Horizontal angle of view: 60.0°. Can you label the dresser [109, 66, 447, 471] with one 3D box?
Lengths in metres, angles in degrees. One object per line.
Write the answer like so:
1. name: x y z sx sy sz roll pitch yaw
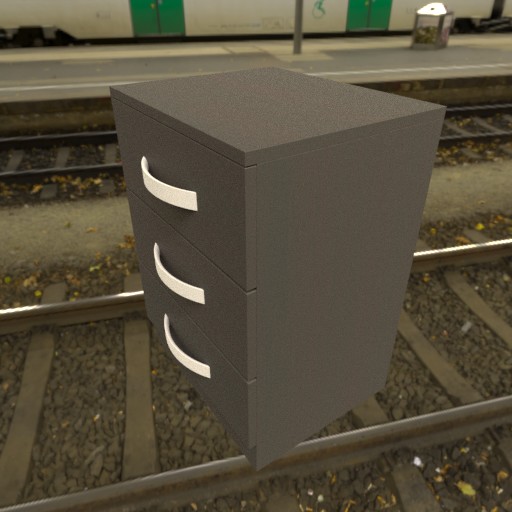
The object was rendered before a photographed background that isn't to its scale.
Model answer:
1. dresser: 0.000 0.000 0.808 0.360 0.560 0.400 -20 37 -29
